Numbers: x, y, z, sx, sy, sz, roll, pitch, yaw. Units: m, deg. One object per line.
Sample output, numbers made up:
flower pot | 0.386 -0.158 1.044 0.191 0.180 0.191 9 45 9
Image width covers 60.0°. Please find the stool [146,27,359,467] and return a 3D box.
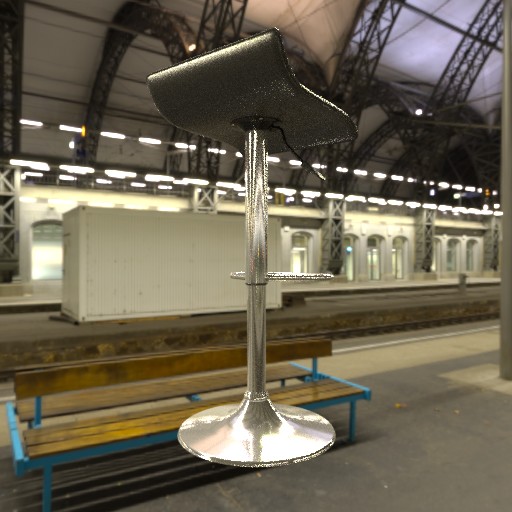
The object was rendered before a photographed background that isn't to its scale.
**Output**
stool | 0.000 0.000 1.082 0.381 0.851 0.381 0 -1 36
